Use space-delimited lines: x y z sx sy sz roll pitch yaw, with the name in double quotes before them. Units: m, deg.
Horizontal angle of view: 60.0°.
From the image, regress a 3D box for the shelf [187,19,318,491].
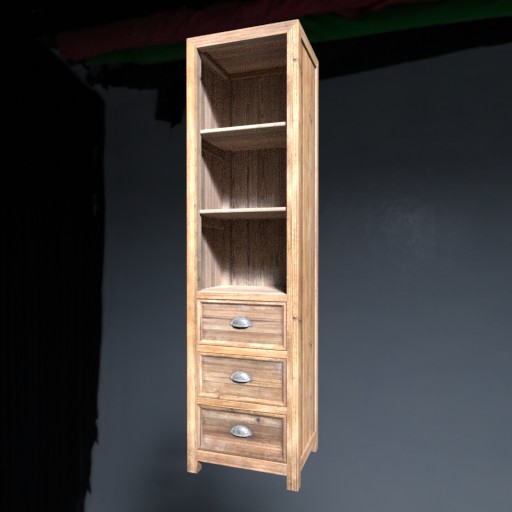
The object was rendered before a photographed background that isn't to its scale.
"shelf" 0.000 0.000 2.058 0.500 1.900 0.428 0 1 19
